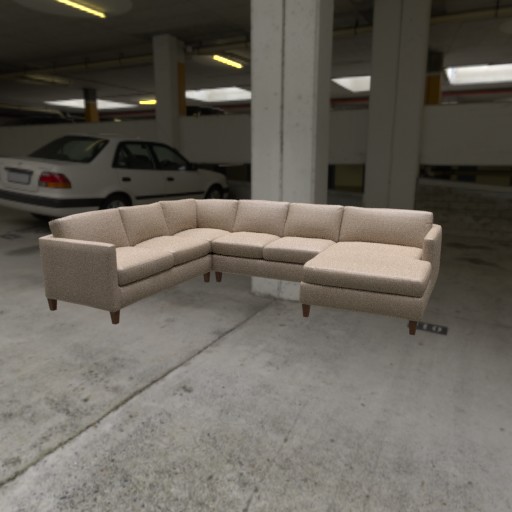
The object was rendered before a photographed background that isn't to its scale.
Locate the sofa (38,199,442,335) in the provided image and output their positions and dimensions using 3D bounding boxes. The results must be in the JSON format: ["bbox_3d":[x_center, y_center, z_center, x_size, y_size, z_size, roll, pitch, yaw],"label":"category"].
[{"bbox_3d":[0.000,0.000,4.680,3.460,0.961,2.594,6,14,26],"label":"sofa"}]
